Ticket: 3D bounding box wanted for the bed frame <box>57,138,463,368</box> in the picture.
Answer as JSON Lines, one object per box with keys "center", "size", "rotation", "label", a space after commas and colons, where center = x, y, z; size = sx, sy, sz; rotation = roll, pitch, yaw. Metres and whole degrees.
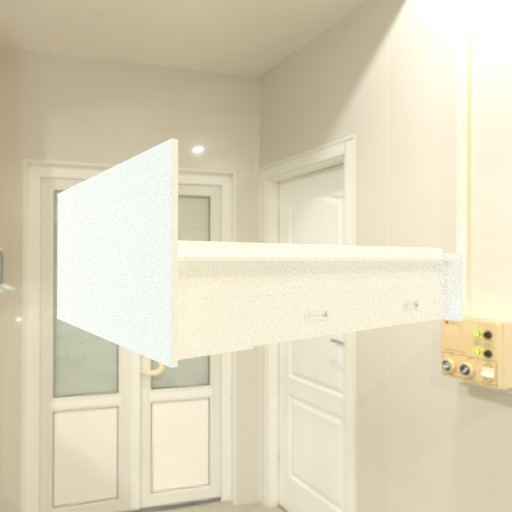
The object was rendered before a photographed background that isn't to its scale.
{"center": [0.000, 0.000, 2.780], "size": [1.960, 0.800, 1.622], "rotation": [0, -1, -37], "label": "bed frame"}
